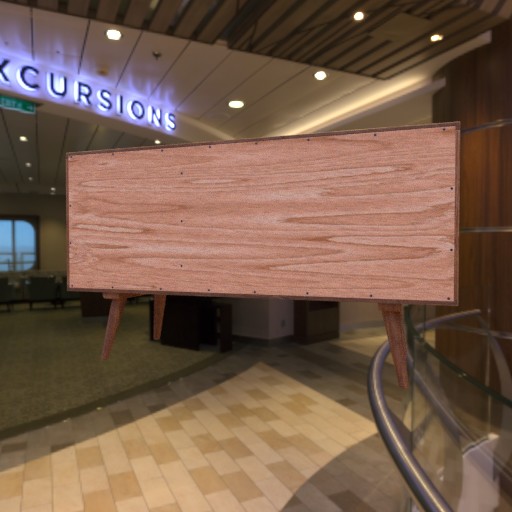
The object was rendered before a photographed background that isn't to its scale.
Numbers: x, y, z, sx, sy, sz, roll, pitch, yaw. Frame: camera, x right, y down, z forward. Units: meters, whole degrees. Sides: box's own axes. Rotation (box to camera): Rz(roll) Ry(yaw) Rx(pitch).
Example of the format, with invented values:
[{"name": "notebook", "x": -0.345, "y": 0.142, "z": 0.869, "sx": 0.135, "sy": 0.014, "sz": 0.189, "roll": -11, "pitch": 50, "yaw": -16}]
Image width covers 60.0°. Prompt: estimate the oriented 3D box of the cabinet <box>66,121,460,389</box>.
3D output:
[{"name": "cabinet", "x": 0.000, "y": 0.000, "z": 1.734, "sx": 1.400, "sy": 0.800, "sz": 0.472, "roll": 0, "pitch": 1, "yaw": 18}]
